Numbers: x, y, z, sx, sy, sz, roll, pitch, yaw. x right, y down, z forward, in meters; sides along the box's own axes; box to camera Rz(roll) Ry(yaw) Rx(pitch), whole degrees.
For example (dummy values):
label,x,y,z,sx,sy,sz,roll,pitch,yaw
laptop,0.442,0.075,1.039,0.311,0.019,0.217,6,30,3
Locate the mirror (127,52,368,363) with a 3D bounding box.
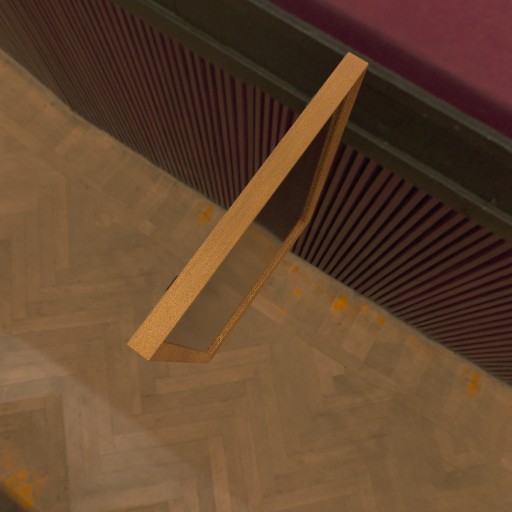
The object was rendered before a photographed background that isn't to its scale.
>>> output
label,x,y,z,sx,sy,sz,roll,pitch,yaw
mirror,0.000,0.000,0.932,0.039,0.710,0.507,34,79,8
